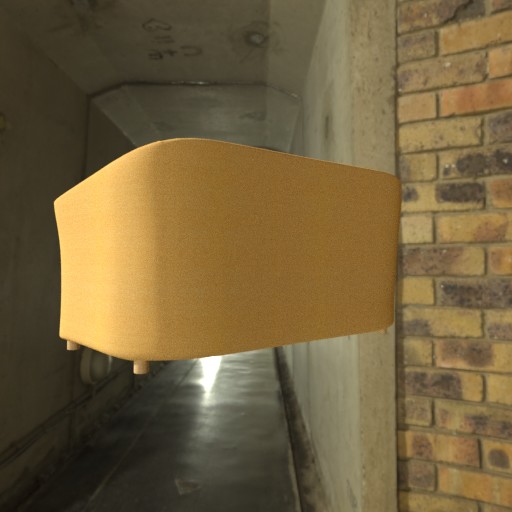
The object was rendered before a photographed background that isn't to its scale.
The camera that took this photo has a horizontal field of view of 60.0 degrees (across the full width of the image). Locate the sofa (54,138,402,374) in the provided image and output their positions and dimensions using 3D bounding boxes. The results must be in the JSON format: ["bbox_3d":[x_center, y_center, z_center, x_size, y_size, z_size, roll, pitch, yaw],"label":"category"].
[{"bbox_3d":[0.000,0.000,1.882,1.452,0.721,0.705,0,0,-37],"label":"sofa"}]
